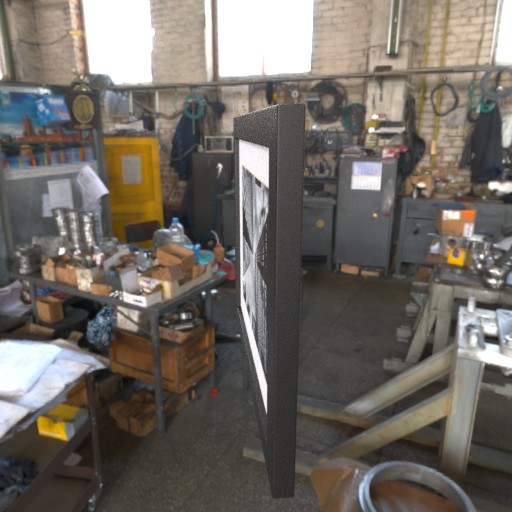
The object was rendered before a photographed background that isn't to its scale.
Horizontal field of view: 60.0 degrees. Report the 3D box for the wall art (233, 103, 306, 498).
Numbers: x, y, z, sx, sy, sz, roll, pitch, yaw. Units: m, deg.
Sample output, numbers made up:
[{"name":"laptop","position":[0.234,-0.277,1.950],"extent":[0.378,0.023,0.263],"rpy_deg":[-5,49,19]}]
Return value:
[{"name":"wall art","position":[0.000,0.000,0.743],"extent":[0.031,0.457,0.558],"rpy_deg":[-2,16,-7]}]
